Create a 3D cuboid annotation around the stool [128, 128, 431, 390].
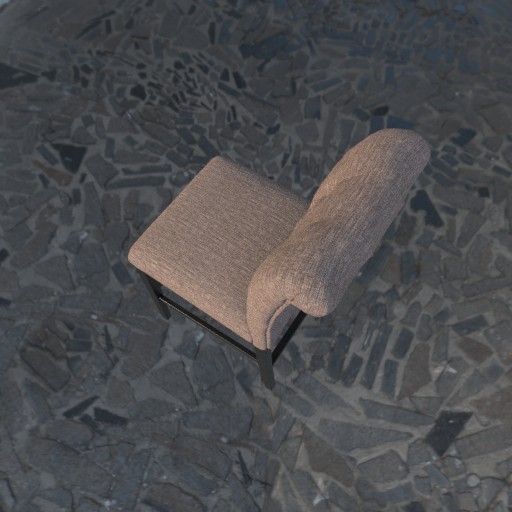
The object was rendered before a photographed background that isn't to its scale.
[{"bbox_3d":[0.000,0.000,1.312,0.611,0.970,0.457,31,67,15],"label":"stool"}]
